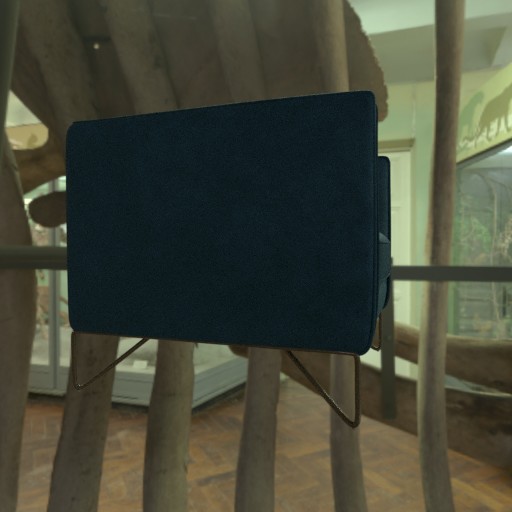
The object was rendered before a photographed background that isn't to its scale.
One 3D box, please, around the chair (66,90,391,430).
[{"bbox_3d":[0.000,0.000,1.543,0.894,0.790,0.880,0,1,19],"label":"chair"}]
